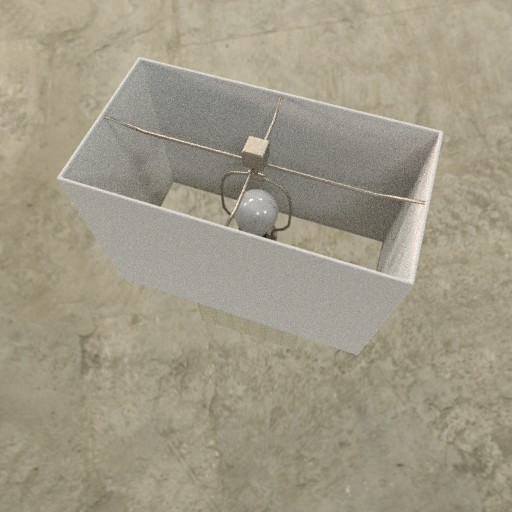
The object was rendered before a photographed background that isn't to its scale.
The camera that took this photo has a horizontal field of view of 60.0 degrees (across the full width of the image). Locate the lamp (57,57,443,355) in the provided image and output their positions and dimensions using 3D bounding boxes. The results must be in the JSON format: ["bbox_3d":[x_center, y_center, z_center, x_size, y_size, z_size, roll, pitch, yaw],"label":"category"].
[{"bbox_3d":[0.000,0.000,0.702,0.380,0.515,0.200,17,64,9],"label":"lamp"}]
